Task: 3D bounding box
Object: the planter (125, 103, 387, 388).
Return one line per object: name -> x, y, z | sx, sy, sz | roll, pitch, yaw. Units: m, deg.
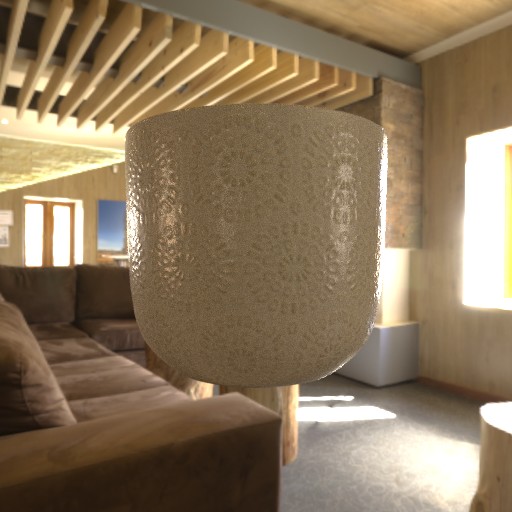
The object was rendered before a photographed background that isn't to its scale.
planter -> 0.000, 0.000, 0.301 | 0.170, 0.152, 0.170 | 0, 1, 0
